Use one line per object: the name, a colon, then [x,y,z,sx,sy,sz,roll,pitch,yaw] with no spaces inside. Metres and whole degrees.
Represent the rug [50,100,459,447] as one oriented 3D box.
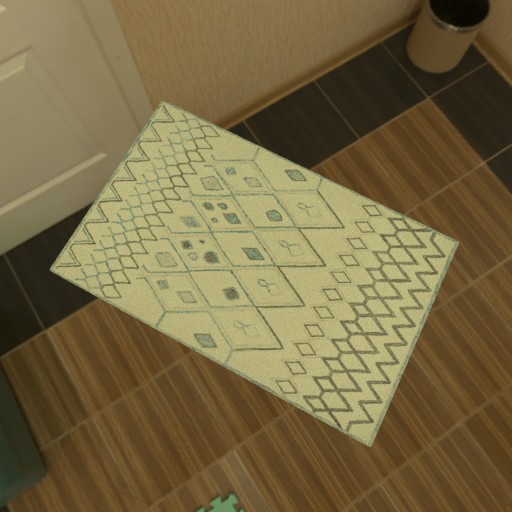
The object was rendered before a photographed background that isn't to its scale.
rug: [0.000,0.000,3.101,2.439,0.015,1.524,27,77,7]
